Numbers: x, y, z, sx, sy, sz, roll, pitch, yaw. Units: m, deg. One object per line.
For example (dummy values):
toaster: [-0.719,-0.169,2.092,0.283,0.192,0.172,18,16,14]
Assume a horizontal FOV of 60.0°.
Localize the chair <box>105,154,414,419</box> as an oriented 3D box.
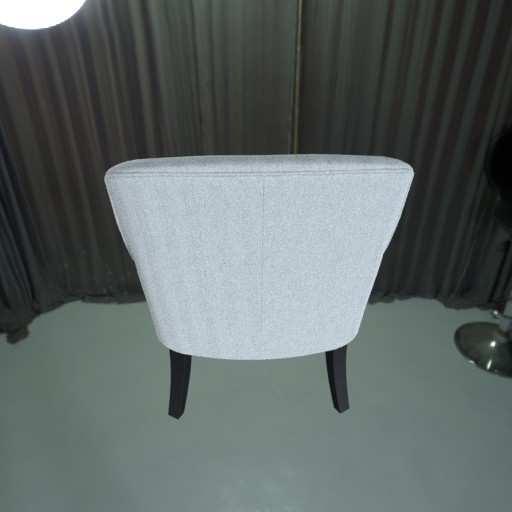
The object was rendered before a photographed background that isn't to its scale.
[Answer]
chair: [0.000,0.000,1.458,0.781,0.875,0.750,-1,30,-2]
